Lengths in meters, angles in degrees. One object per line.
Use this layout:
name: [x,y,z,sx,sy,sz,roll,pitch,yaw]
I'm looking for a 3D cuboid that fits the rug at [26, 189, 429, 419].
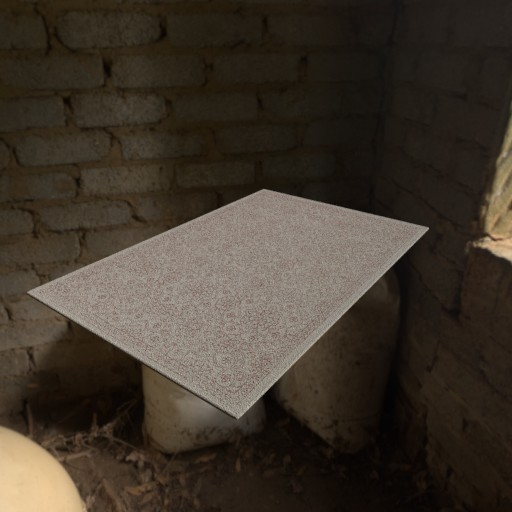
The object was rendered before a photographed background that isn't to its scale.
rug: [0.000,0.000,2.316,1.219,0.010,1.829,19,32,32]
